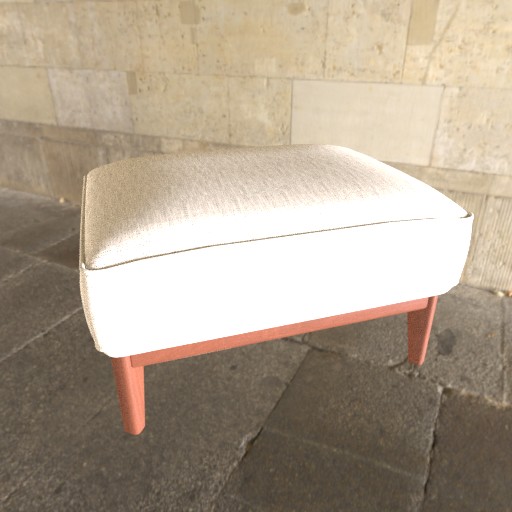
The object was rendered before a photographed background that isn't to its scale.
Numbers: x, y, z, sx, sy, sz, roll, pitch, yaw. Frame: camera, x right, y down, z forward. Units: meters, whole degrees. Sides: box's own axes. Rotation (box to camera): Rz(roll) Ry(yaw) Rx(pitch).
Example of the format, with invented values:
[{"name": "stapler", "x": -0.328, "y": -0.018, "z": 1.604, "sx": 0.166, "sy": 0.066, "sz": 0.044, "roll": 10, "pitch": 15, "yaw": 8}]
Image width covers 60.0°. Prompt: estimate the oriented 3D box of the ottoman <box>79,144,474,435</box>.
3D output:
[{"name": "ottoman", "x": 0.000, "y": 0.000, "z": 1.122, "sx": 0.794, "sy": 0.465, "sz": 0.594, "roll": -8, "pitch": 28, "yaw": -16}]
